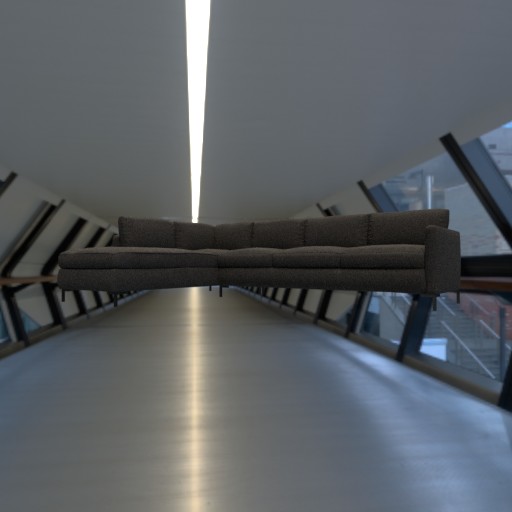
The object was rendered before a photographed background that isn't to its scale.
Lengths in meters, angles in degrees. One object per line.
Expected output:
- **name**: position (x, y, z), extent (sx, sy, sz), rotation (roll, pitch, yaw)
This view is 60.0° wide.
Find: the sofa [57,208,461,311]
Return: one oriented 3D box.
- **sofa**: position (0.000, 0.000, 3.857), extent (2.949, 0.815, 2.007), rotation (-1, -1, 36)
